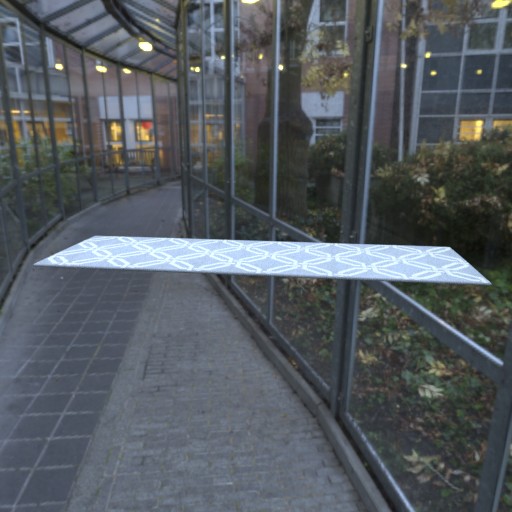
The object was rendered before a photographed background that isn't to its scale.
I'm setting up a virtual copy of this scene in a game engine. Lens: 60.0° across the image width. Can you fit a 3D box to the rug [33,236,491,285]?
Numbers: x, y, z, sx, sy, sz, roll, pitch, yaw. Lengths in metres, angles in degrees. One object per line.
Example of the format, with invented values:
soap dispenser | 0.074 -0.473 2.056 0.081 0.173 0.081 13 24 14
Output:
rug | 0.000 0.000 2.502 2.276 0.014 0.678 2 16 7
